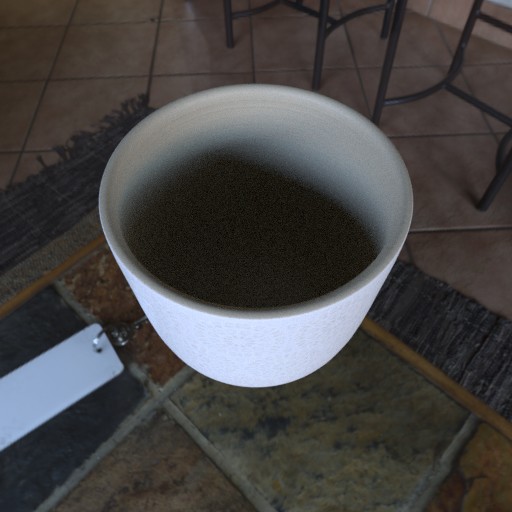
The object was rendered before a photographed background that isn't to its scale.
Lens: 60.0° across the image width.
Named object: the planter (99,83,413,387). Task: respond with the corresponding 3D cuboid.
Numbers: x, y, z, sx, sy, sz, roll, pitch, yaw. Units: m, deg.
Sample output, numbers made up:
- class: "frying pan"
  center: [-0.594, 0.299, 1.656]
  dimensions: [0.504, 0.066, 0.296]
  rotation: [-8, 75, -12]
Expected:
- class: "planter"
  center: [0.000, 0.000, 0.376]
  dimensions: [0.208, 0.190, 0.208]
  rotation: [0, 57, 0]
